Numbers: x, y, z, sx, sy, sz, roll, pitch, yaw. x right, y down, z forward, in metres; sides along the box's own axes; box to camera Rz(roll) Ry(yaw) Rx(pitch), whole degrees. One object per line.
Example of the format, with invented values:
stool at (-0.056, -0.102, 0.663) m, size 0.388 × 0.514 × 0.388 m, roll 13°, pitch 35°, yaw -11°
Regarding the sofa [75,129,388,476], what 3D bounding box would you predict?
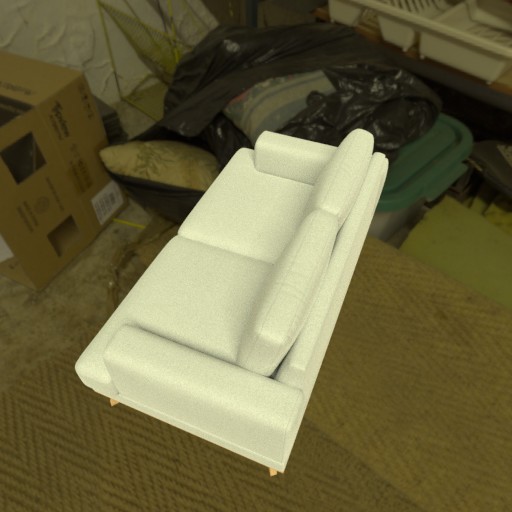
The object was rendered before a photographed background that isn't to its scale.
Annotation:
sofa at (0.000, 0.000, 2.125) m, size 0.915 × 0.810 × 1.651 m, roll 17°, pitch 50°, yaw 15°
